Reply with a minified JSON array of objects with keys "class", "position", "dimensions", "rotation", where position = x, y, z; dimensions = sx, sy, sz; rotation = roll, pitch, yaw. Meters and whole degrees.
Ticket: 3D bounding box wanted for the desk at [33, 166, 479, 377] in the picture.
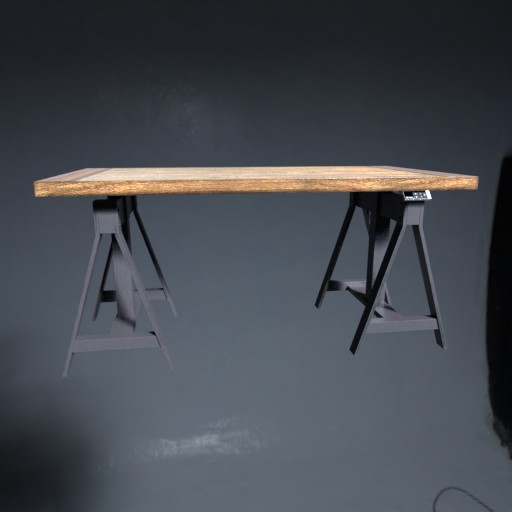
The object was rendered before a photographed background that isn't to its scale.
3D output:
[{"class":"desk","position":[0.000,0.000,1.944],"dimensions":[1.543,0.725,0.784],"rotation":[-2,14,-8]}]
